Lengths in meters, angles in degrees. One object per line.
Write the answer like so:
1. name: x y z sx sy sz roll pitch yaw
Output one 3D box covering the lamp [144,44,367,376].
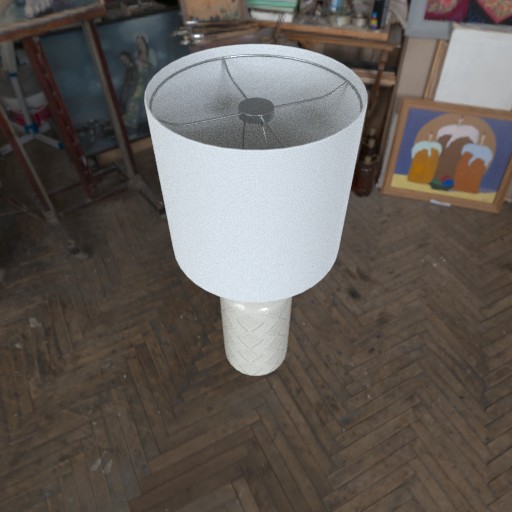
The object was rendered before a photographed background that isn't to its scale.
1. lamp: 0.000 0.000 0.584 0.207 0.461 0.207 -16 49 -14
